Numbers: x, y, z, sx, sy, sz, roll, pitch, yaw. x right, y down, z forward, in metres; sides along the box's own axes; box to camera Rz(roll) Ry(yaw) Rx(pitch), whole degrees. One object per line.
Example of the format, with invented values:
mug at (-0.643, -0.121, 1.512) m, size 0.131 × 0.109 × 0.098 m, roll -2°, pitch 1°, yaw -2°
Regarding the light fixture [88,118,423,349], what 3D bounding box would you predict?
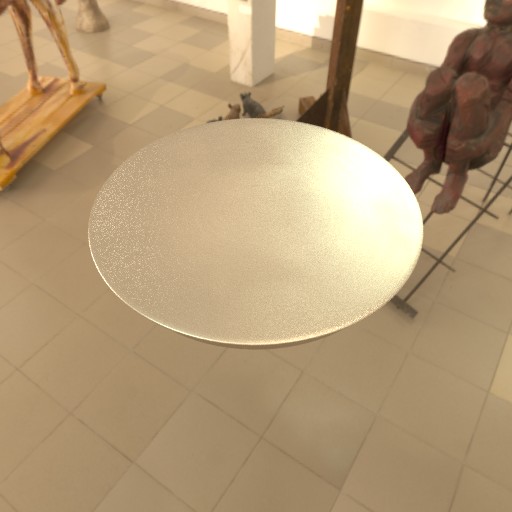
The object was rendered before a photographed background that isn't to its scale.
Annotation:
light fixture at (0.000, 0.000, 0.430) m, size 0.280 × 0.135 × 0.280 m, roll 0°, pitch 47°, yaw 0°
